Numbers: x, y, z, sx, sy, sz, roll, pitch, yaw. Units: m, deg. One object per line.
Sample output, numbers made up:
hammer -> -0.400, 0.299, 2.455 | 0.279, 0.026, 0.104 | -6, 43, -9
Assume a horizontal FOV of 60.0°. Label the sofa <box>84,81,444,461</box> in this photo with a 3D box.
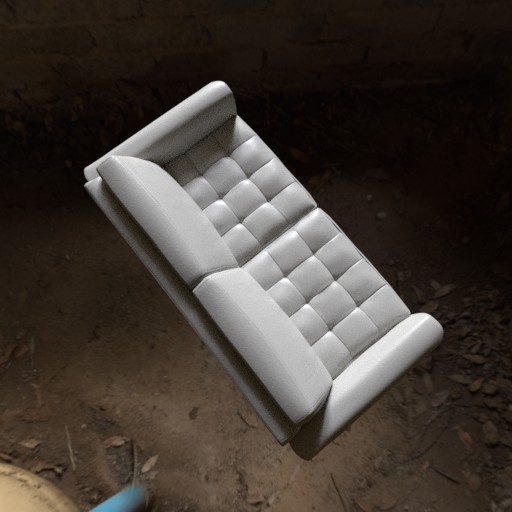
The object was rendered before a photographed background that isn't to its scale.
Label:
sofa -> 0.000, 0.000, 2.751 | 1.121, 0.930, 2.177 | -38, 79, -8
